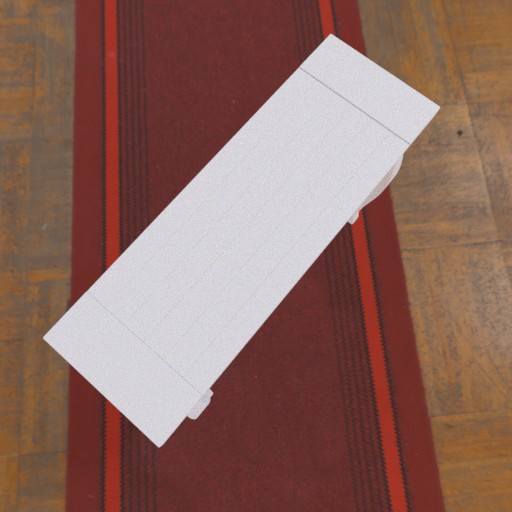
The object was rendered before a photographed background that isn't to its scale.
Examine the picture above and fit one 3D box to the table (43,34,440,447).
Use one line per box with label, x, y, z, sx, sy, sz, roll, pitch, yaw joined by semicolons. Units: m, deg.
table;0.000;0.000;1.438;0.373;0.768;1.062;39;78;10
